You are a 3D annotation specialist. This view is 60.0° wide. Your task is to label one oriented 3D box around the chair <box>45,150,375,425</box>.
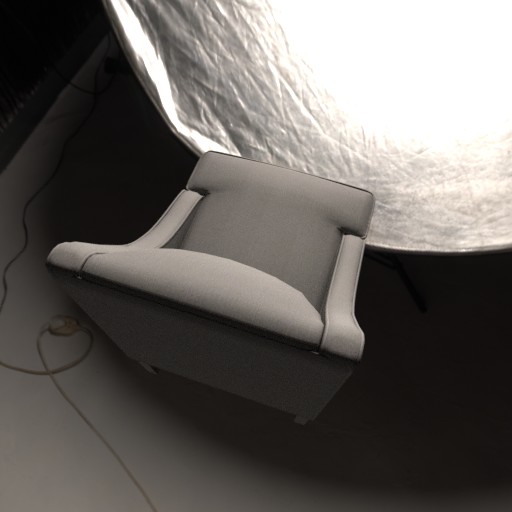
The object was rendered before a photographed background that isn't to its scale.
[{"bbox_3d":[0.000,0.000,1.340,0.631,0.867,0.747,16,63,8],"label":"chair"}]
